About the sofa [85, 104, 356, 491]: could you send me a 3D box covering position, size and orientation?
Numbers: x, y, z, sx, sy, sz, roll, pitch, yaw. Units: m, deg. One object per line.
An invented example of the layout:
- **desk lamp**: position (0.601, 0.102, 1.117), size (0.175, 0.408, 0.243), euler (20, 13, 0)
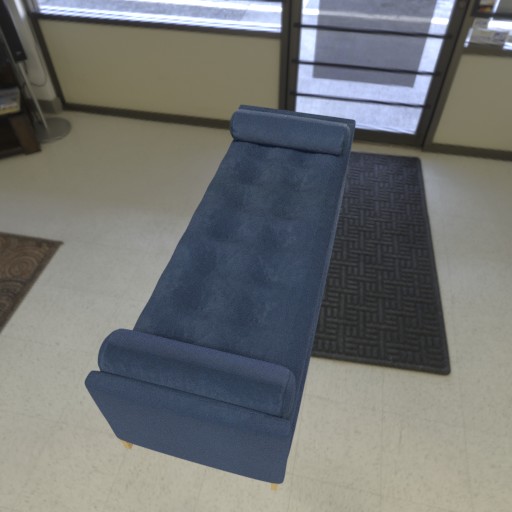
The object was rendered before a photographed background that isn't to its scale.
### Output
- **sofa**: position (0.000, 0.000, 2.439), size (0.796, 0.705, 2.102), euler (11, 49, 10)
